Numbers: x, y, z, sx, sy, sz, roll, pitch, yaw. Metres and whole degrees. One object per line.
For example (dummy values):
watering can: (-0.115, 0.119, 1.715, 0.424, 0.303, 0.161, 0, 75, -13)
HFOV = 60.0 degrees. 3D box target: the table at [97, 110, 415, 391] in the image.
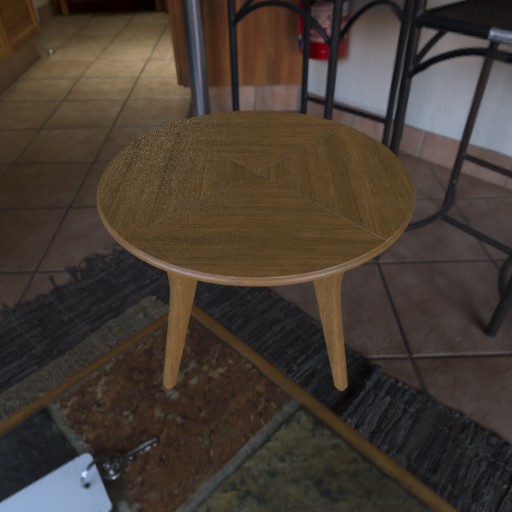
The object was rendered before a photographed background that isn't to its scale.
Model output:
table: (0.000, 0.000, 1.760, 1.055, 0.757, 1.055, 0, 41, 0)
